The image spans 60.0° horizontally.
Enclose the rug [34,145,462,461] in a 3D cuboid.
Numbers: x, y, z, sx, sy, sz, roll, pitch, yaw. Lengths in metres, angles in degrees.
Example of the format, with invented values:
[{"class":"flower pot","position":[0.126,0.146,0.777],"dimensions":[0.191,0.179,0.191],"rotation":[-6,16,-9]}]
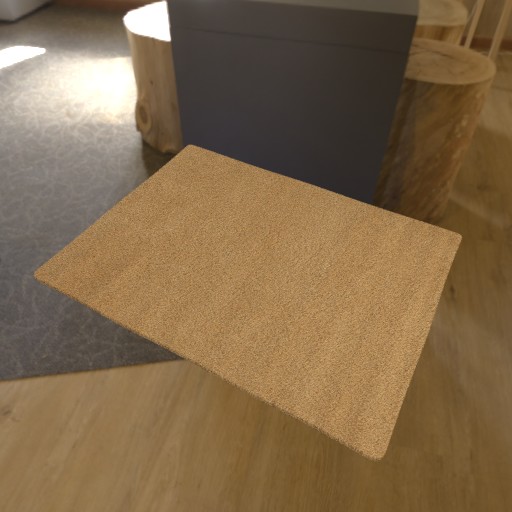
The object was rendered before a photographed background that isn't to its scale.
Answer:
[{"class":"rug","position":[0.000,0.000,2.042],"dimensions":[1.600,0.025,1.199],"rotation":[22,51,20]}]
